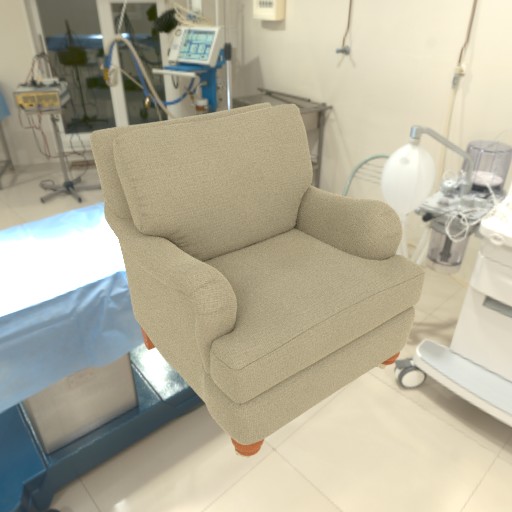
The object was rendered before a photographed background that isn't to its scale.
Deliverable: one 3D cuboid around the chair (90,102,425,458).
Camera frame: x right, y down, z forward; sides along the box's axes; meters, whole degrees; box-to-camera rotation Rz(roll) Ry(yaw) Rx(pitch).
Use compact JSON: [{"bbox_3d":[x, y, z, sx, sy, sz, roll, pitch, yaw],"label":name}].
[{"bbox_3d":[0.000,0.000,1.841,0.955,1.038,1.070,-21,37,-30],"label":"chair"}]
